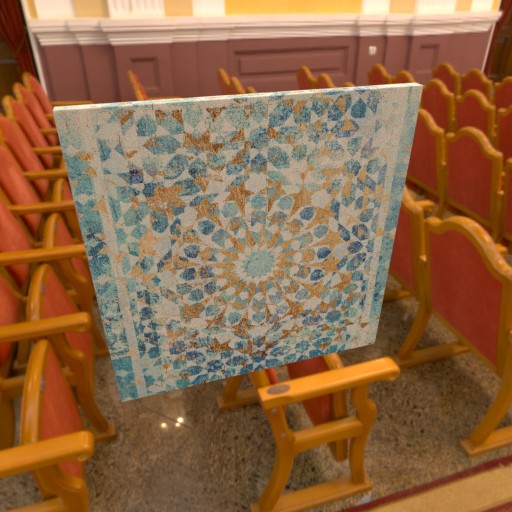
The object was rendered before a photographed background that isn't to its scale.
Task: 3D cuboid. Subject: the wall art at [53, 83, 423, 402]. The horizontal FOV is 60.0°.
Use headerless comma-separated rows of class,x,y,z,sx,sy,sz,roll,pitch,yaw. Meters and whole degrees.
wall art,0.000,0.000,1.313,0.916,0.916,0.040,-9,33,-15
